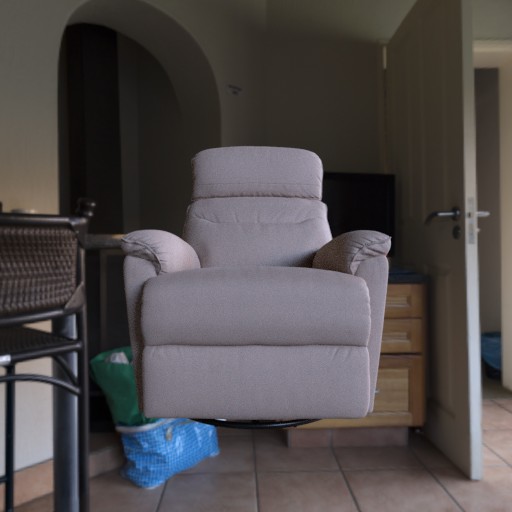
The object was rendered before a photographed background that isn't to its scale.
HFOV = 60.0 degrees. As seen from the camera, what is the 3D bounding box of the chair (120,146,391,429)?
[{"bbox_3d":[0.000,0.000,1.702,0.820,1.037,1.004,0,0,0],"label":"chair"}]
